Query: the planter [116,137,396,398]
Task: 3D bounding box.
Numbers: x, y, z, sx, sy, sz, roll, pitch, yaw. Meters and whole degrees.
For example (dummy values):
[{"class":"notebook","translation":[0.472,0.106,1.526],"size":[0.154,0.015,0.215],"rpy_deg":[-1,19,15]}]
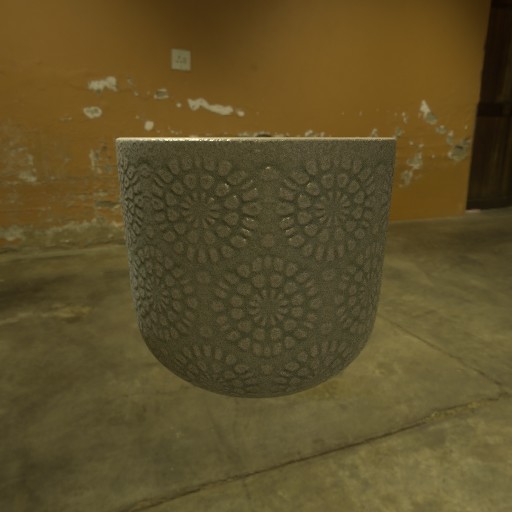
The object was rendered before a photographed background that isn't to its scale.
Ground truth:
[{"class":"planter","translation":[0.000,0.000,0.298],"size":[0.169,0.153,0.169],"rpy_deg":[0,15,0]}]
